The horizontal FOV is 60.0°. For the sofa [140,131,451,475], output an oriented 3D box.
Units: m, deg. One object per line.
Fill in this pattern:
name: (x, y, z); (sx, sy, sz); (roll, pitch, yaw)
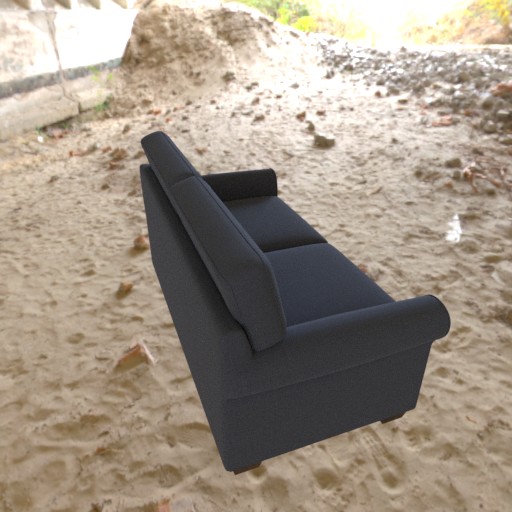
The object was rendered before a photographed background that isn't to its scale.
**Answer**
sofa: (0.000, 0.000, 2.427); (0.940, 1.020, 1.930); (-11, 31, -18)
